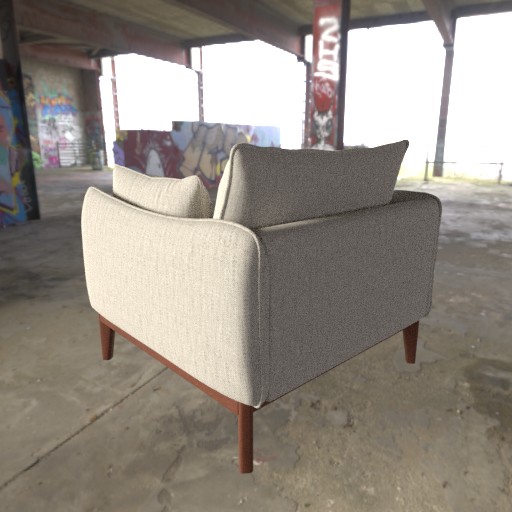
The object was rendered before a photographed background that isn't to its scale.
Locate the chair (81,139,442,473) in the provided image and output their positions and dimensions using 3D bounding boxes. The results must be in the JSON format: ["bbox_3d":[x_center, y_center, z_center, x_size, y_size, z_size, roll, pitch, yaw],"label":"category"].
[{"bbox_3d":[0.000,0.000,1.673,0.994,0.855,0.991,-13,20,-41],"label":"chair"}]
